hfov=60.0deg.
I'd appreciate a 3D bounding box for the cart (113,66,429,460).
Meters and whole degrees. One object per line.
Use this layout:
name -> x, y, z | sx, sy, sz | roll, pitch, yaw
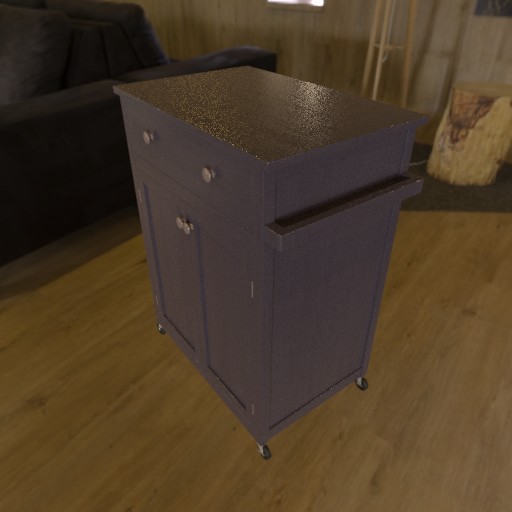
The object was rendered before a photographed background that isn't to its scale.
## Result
cart -> 0.000, 0.000, 1.285 | 0.449, 0.878, 0.690 | -23, 40, -30
